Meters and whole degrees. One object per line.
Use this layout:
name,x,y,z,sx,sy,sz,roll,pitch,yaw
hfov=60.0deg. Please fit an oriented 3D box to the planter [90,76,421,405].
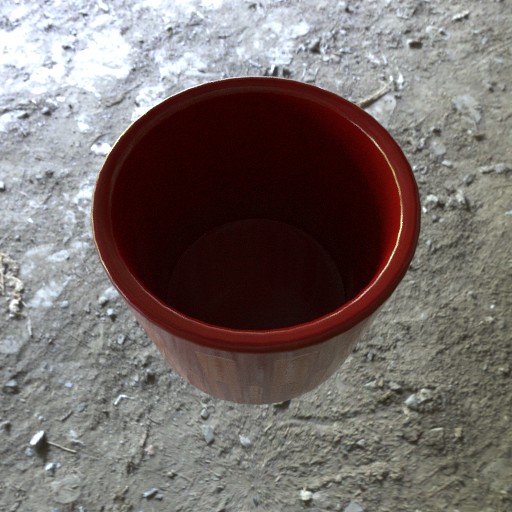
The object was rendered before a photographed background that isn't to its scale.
planter,0.000,0.000,0.397,0.230,0.202,0.230,0,63,0
